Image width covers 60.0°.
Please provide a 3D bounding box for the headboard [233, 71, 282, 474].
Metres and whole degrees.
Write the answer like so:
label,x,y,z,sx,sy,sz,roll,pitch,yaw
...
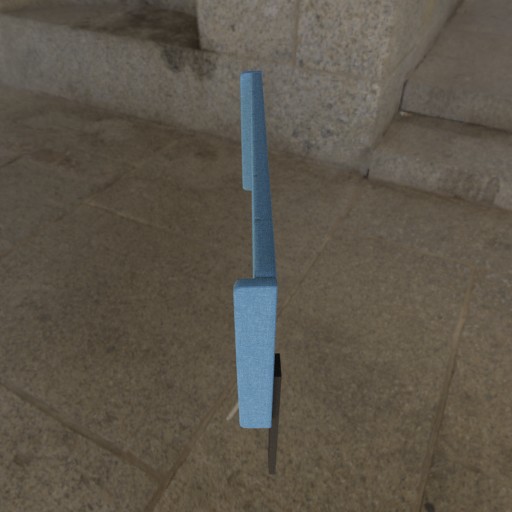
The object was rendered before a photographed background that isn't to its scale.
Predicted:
label,x,y,z,sx,sy,sz,roll,pitch,yaw
headboard,0.000,0.000,2.709,0.184,1.524,2.051,-1,41,-1
